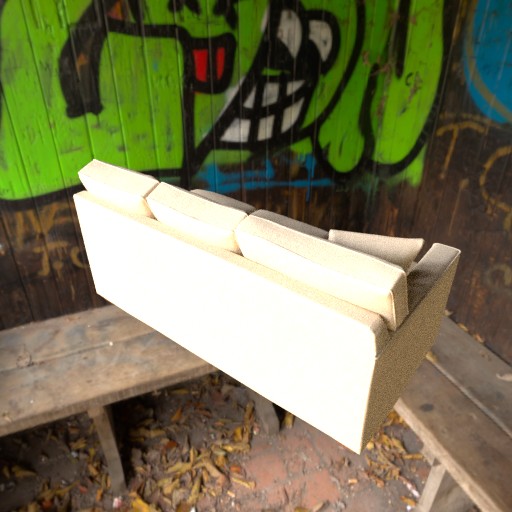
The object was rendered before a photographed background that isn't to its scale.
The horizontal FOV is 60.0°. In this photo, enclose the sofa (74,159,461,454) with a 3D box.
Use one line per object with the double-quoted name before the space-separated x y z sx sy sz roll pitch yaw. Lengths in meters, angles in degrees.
"sofa" 0.000 0.000 2.571 1.962 0.946 1.034 22 38 32
